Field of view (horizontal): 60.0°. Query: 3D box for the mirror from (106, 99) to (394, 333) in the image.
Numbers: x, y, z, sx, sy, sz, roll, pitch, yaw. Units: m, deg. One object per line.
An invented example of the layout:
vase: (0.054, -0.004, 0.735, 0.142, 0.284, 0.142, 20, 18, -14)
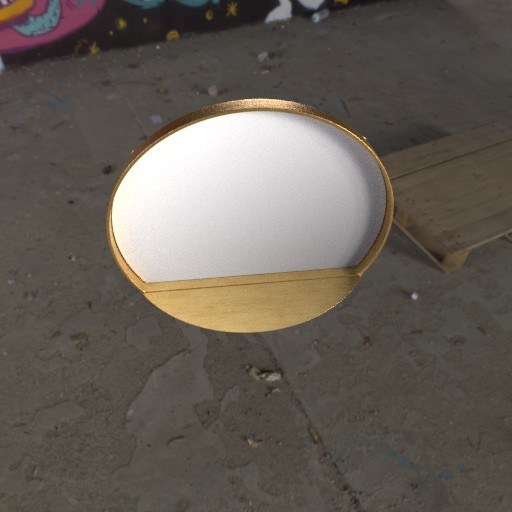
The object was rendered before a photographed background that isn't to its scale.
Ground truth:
mirror: (0.000, 0.000, 0.695, 0.457, 0.457, 0.133, -4, 46, -4)
